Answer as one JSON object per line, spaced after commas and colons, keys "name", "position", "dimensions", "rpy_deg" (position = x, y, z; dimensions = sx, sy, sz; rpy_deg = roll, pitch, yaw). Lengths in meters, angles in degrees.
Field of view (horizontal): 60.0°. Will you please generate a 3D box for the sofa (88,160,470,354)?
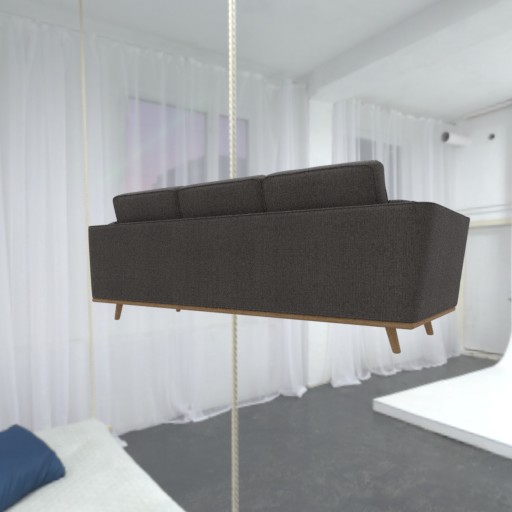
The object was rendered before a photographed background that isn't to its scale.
{"name": "sofa", "position": [0.000, 0.000, 2.830], "dimensions": [2.362, 0.899, 0.903], "rpy_deg": [0, -1, 35]}
